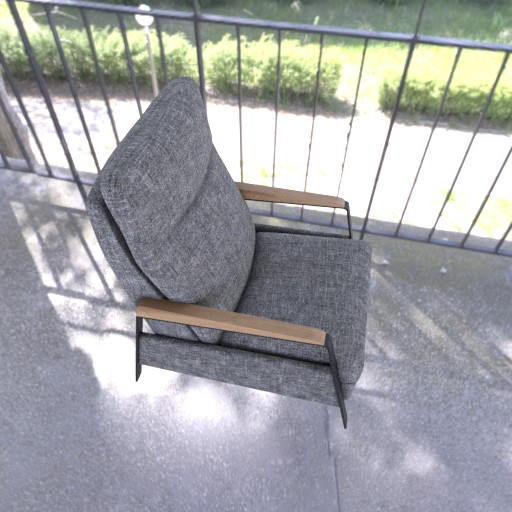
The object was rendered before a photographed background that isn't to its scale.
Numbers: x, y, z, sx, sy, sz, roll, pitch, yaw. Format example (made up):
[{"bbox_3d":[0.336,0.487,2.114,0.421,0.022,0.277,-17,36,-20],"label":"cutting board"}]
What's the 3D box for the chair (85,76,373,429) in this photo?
[{"bbox_3d":[0.000,0.000,1.601,0.868,1.042,0.671,10,48,9],"label":"chair"}]
